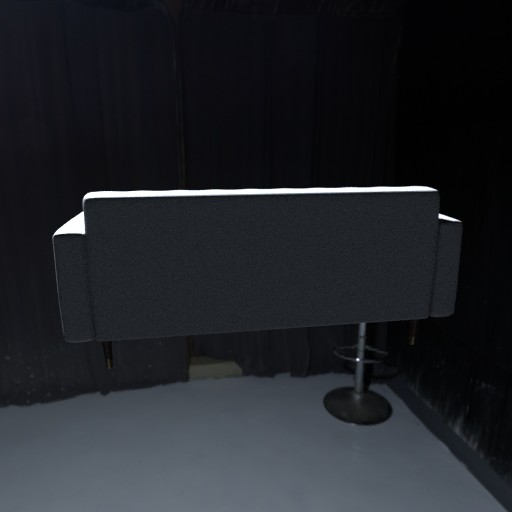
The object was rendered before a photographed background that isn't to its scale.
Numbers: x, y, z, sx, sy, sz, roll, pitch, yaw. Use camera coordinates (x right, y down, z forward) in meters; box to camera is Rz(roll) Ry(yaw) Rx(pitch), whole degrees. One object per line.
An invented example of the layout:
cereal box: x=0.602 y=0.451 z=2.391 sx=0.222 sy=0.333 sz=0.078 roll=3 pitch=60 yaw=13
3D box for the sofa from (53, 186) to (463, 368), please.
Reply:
sofa: x=0.000 y=0.000 z=2.479 sx=1.895 sy=0.814 sz=0.969 roll=-2 pitch=14 yaw=-9
